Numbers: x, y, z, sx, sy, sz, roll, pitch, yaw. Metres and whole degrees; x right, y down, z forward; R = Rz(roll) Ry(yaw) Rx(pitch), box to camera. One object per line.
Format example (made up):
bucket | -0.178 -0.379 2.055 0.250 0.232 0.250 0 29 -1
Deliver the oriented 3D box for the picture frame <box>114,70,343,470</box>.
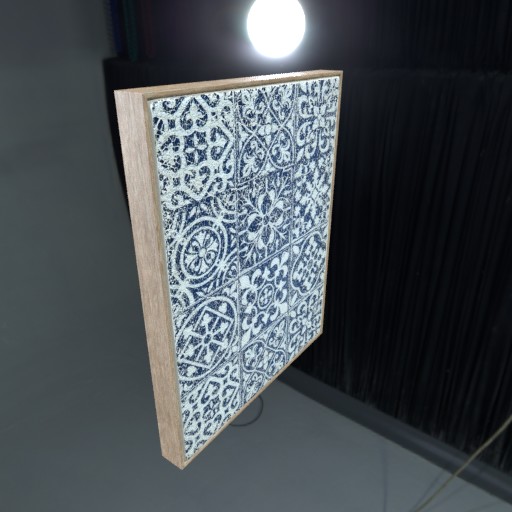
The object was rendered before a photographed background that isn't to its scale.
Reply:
picture frame | 0.000 0.000 0.705 0.043 0.526 0.424 18 31 32
